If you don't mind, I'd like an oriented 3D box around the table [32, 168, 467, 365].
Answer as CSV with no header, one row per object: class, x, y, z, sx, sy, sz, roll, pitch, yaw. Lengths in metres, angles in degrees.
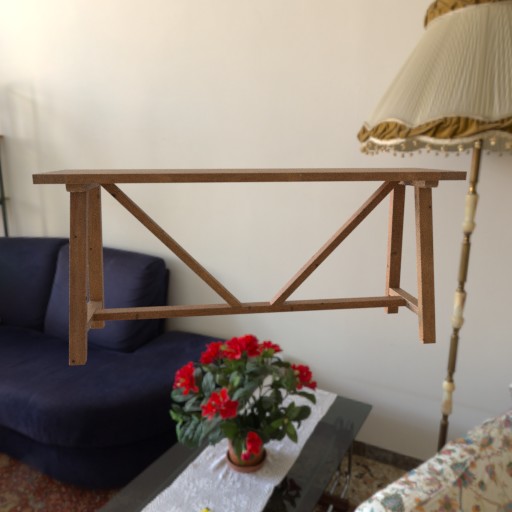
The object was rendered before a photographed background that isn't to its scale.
table,0.000,0.000,2.137,1.800,0.810,0.465,-2,13,-8
